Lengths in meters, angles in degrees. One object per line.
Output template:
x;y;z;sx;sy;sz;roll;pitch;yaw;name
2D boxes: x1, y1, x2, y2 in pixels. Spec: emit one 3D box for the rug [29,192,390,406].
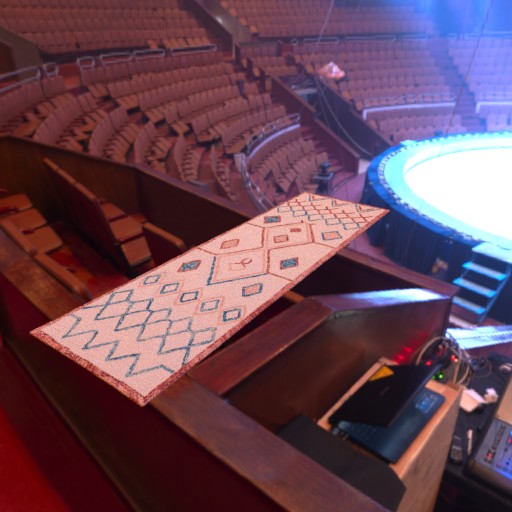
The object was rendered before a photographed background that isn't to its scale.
0.000;0.000;2.668;0.750;0.011;2.435;18;32;32;rug
